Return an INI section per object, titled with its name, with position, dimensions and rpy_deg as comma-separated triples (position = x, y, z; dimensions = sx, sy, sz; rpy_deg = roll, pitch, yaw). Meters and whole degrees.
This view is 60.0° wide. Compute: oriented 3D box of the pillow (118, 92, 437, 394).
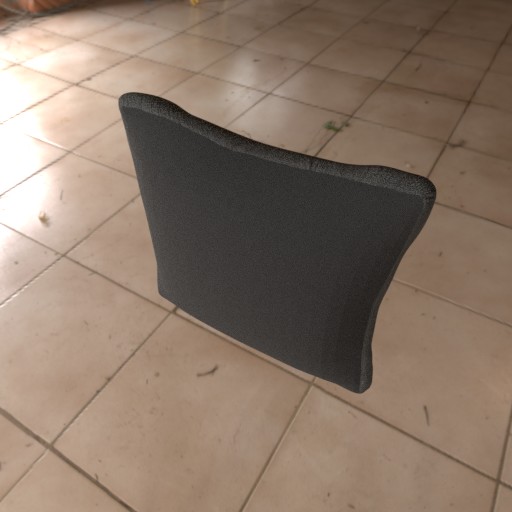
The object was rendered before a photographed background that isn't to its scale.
[pillow]
position = 0.000, 0.000, 0.815
dimensions = 0.533, 0.523, 0.210
rpy_deg = 22, 50, 20
